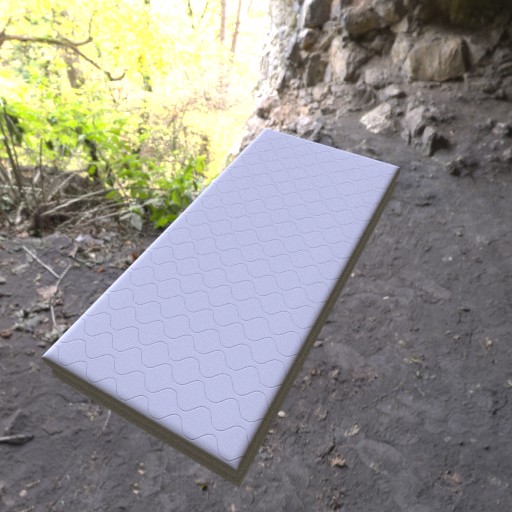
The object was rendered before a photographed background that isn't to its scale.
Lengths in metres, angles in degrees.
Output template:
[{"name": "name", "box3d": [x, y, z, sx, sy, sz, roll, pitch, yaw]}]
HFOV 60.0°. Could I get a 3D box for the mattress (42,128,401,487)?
[{"name": "mattress", "box3d": [0.000, 0.000, 2.222, 0.900, 0.200, 1.900, 22, 51, 19]}]
